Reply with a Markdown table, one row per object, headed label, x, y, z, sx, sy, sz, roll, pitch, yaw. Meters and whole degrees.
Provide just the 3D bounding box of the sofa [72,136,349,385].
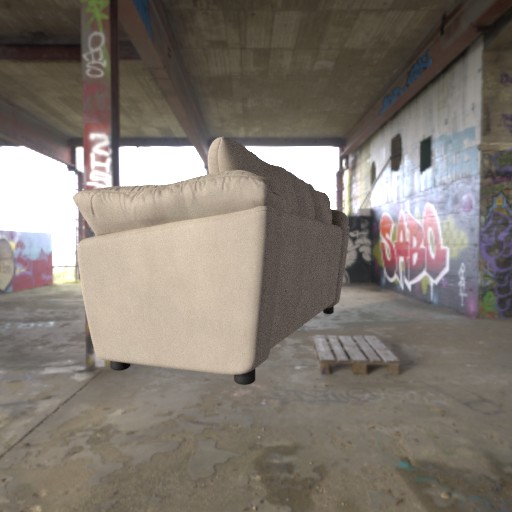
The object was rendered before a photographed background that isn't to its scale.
| label | x | y | z | sx | sy | sz | roll | pitch | yaw |
| --- | --- | --- | --- | --- | --- | --- | --- | --- | --- |
| sofa | 0.000 | 0.000 | 2.808 | 0.878 | 0.996 | 2.334 | 1 | 2 | 19 |
